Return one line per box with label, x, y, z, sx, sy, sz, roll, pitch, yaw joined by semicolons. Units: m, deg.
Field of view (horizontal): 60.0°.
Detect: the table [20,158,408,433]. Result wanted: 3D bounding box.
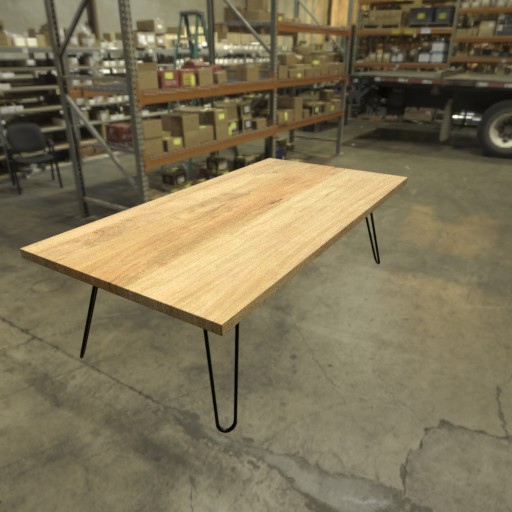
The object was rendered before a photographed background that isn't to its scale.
table;0.000;0.000;1.660;0.699;0.400;1.348;15;29;29
